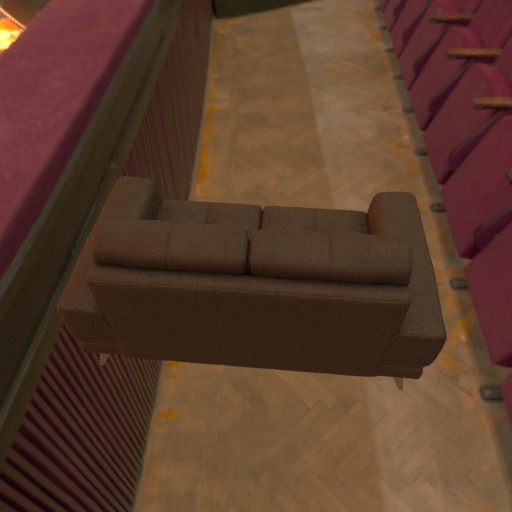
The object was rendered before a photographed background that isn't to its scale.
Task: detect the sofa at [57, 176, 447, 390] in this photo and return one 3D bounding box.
[{"bbox_3d":[0.000,0.000,2.363,1.806,0.907,1.018,4,47,4],"label":"sofa"}]
